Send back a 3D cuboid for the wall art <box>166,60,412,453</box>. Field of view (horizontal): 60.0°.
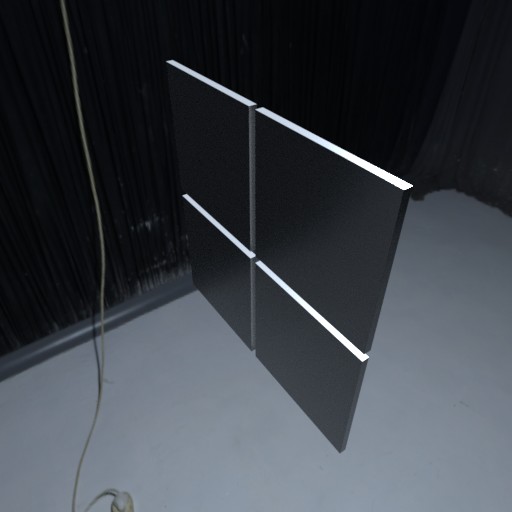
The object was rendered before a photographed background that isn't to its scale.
[{"bbox_3d":[0.000,0.000,1.641,0.029,1.118,1.118,-24,45,-26],"label":"wall art"}]
